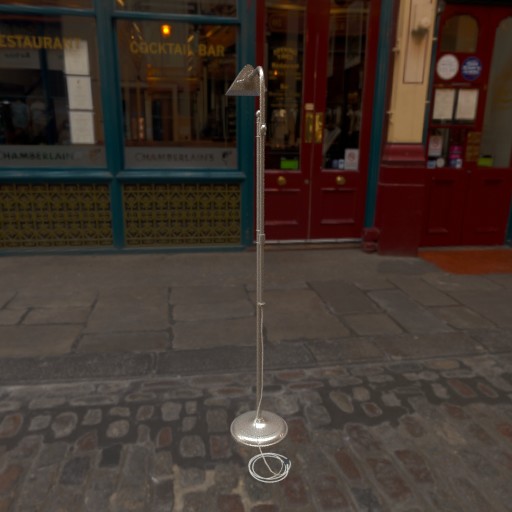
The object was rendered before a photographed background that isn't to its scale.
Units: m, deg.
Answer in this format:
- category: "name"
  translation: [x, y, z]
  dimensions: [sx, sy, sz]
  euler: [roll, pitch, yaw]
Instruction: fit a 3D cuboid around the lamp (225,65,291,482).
- category: "lamp"
  translation: [0.000, 0.000, 1.880]
  dimensions: [0.256, 1.571, 0.813]
  euler: [-2, 14, -9]
